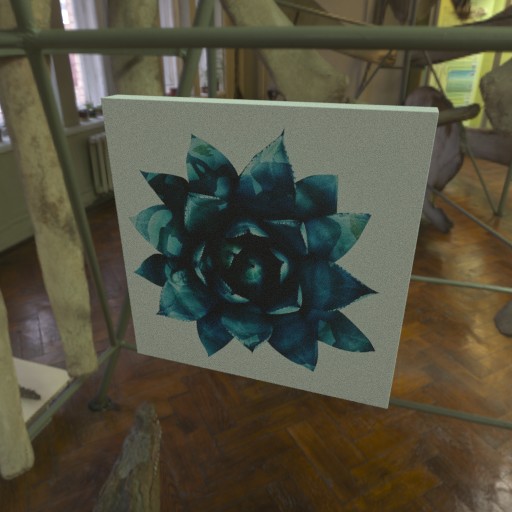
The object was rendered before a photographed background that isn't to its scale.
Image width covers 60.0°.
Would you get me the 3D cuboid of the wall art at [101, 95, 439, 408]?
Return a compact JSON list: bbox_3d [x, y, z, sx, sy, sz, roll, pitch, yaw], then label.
[{"bbox_3d":[0.000,0.000,0.616,0.406,0.406,0.038,8,27,16],"label":"wall art"}]
